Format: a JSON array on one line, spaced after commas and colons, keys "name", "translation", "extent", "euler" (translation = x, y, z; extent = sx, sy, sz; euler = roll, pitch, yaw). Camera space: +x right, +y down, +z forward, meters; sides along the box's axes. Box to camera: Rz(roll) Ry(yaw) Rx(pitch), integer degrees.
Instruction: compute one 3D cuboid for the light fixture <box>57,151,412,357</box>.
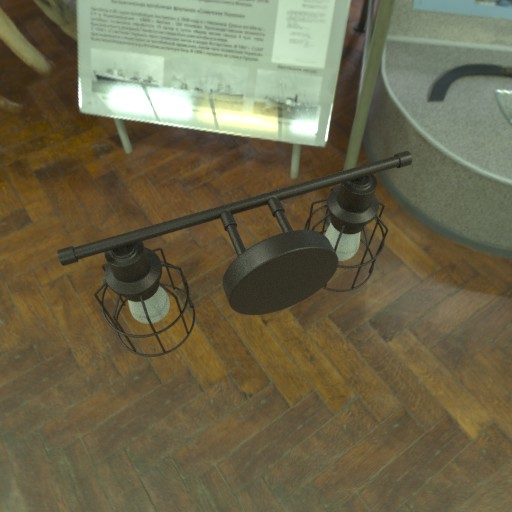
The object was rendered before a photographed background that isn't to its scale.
[{"name": "light fixture", "translation": [0.000, 0.000, 0.535], "extent": [0.406, 0.254, 0.165], "euler": [-17, 59, -11]}]
